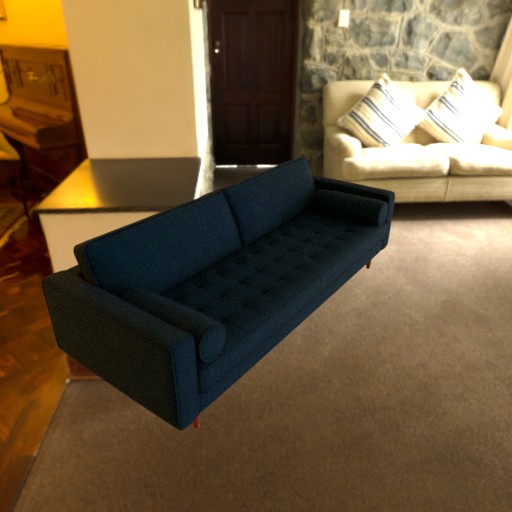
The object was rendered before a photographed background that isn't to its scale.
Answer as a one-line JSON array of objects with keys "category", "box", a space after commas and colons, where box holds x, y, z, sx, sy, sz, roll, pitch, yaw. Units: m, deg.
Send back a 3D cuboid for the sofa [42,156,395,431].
[{"category": "sofa", "box": [0.000, 0.000, 2.717, 0.914, 0.762, 2.210, 19, 33, 32]}]
